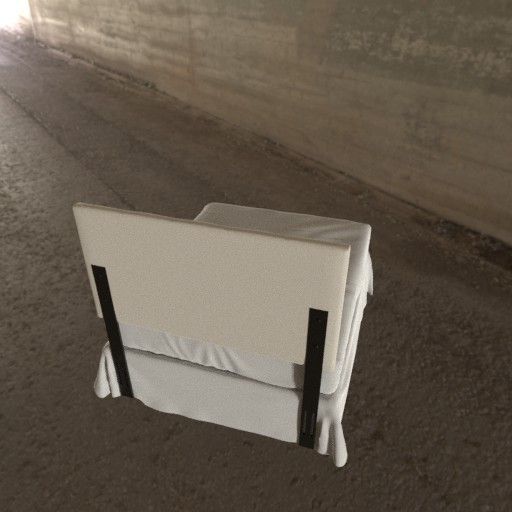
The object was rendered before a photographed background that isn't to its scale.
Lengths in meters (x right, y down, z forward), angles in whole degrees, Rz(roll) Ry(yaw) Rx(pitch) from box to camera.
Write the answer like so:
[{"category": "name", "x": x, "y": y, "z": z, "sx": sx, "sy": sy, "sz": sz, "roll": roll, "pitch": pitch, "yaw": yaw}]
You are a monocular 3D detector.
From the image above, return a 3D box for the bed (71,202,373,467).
[{"category": "bed", "x": 0.000, "y": 0.000, "z": 3.606, "sx": 1.936, "sy": 1.577, "sz": 2.222, "roll": 10, "pitch": 33, "yaw": 15}]
